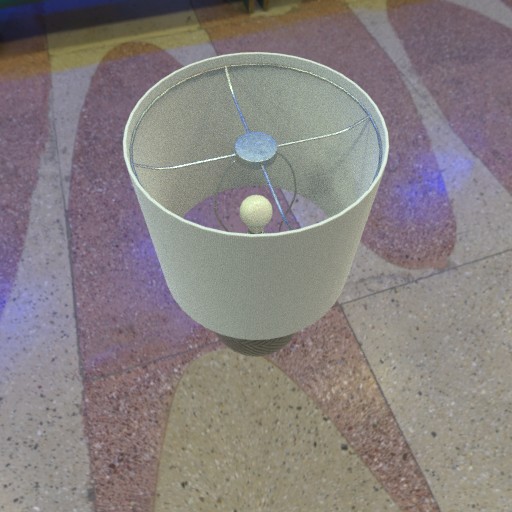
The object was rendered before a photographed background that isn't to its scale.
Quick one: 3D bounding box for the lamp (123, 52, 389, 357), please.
[{"bbox_3d":[0.000,0.000,0.501,0.207,0.366,0.207,-14,58,-9],"label":"lamp"}]
